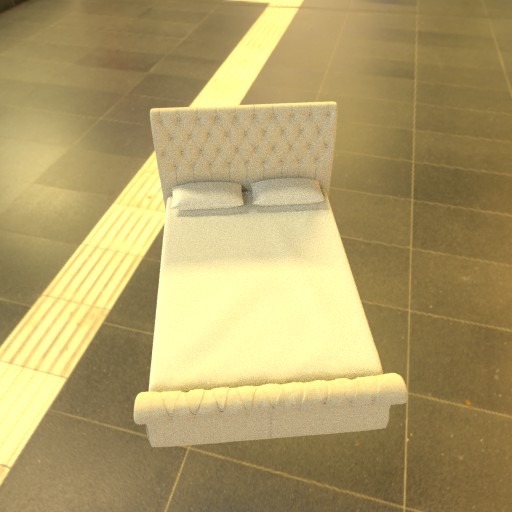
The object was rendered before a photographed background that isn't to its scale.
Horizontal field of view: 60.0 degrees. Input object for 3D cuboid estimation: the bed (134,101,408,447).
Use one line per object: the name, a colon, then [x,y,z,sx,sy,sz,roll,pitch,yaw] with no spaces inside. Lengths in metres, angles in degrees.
bed: [0.000,0.000,3.406,1.606,1.268,2.493,-3,45,-3]
